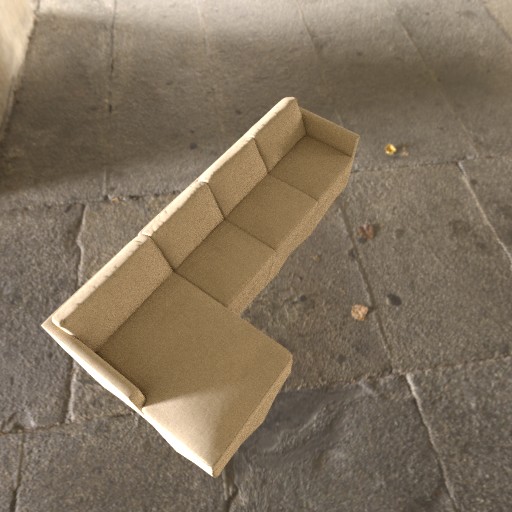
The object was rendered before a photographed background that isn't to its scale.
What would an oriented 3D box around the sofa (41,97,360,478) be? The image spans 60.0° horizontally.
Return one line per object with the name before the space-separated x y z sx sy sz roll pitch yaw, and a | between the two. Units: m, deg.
sofa | 0.000 0.000 3.917 1.650 0.922 3.205 32 63 18
